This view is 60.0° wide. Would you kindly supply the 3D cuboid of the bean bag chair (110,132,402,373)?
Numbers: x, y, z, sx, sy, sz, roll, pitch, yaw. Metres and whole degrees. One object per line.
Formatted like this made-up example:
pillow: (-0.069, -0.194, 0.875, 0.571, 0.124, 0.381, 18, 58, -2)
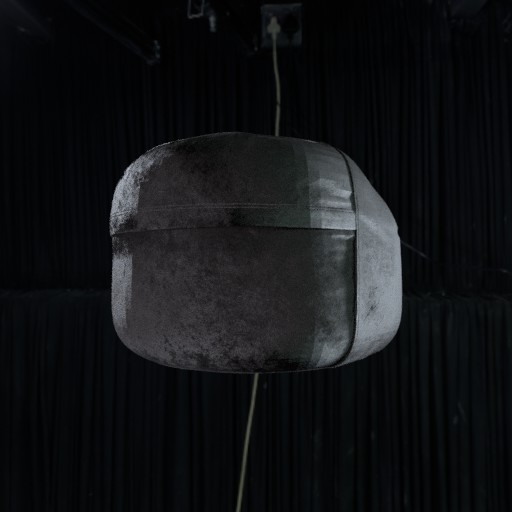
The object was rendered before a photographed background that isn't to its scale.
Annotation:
bean bag chair: (0.000, 0.000, 1.464, 0.918, 0.605, 0.918, 0, -1, 0)
